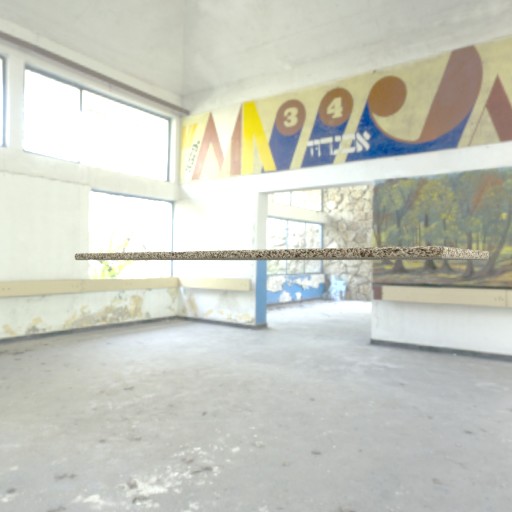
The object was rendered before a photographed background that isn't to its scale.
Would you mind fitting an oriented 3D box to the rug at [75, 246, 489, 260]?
[{"bbox_3d":[0.000,0.000,1.712,1.524,0.030,0.609,-1,-1,37],"label":"rug"}]
